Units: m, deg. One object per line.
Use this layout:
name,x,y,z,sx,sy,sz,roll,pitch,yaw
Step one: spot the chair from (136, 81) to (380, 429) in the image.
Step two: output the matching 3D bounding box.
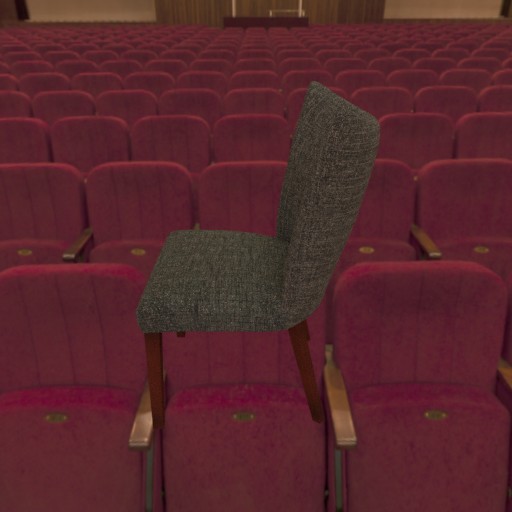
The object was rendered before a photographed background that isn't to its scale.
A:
chair,0.000,0.000,1.321,0.623,0.924,0.535,0,27,0
